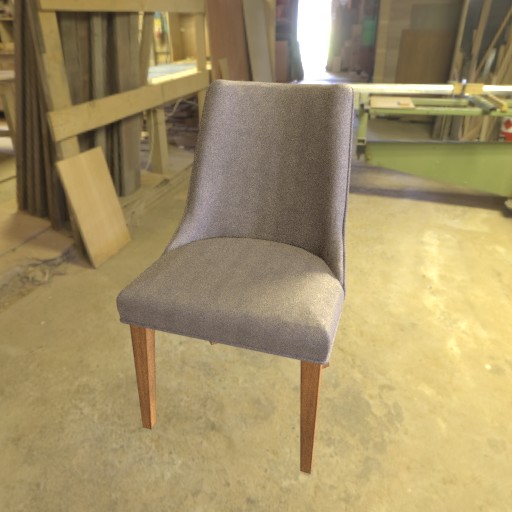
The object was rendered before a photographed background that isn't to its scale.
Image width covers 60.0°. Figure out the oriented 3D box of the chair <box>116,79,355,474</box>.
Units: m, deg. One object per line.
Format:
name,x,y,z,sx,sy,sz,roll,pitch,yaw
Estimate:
chair,0.000,0.000,1.296,0.548,0.916,0.636,8,28,16
